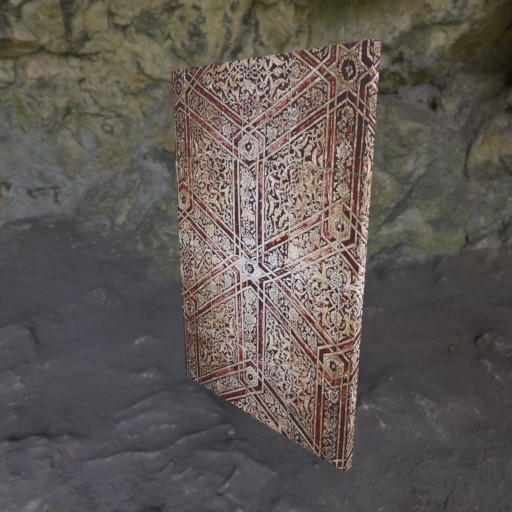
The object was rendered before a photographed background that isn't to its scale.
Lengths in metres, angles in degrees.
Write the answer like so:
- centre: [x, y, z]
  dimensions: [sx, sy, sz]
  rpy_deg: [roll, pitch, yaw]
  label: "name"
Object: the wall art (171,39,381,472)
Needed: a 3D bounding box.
- centre: [0.000, 0.000, 0.730]
  dimensions: [0.397, 0.599, 0.020]
  rpy_deg: [15, 21, 42]
  label: "wall art"
